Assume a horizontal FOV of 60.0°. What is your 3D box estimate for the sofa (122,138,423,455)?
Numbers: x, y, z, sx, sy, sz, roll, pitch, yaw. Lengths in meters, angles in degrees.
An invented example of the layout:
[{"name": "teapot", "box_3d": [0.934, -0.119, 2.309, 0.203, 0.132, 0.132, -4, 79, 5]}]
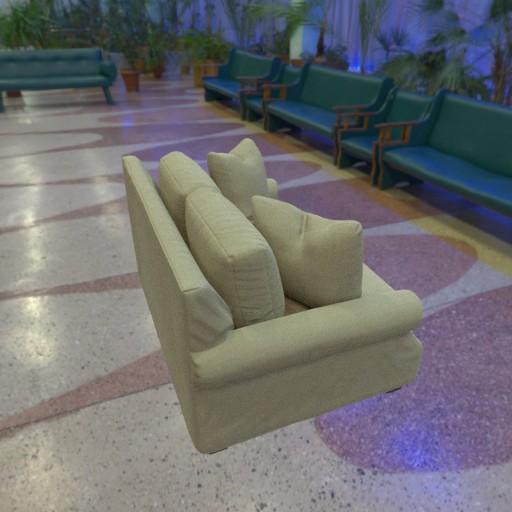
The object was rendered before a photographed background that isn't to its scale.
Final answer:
[{"name": "sofa", "box_3d": [0.000, 0.000, 2.242, 1.070, 0.905, 1.550, -11, 32, -19]}]
